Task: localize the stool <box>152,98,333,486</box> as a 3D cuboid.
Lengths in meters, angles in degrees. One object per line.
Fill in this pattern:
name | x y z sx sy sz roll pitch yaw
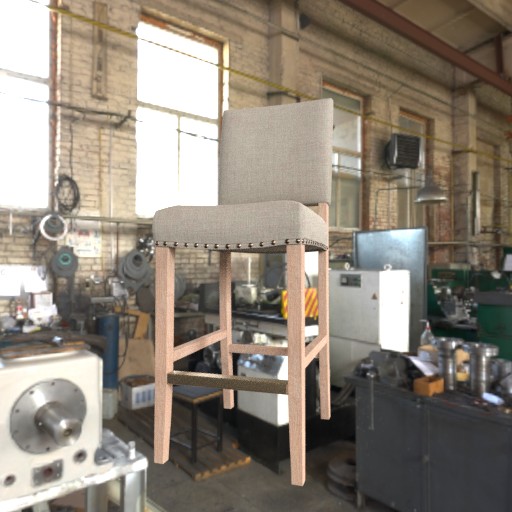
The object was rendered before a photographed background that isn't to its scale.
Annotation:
stool | 0.000 0.000 1.460 0.445 1.173 0.585 0 -1 18
